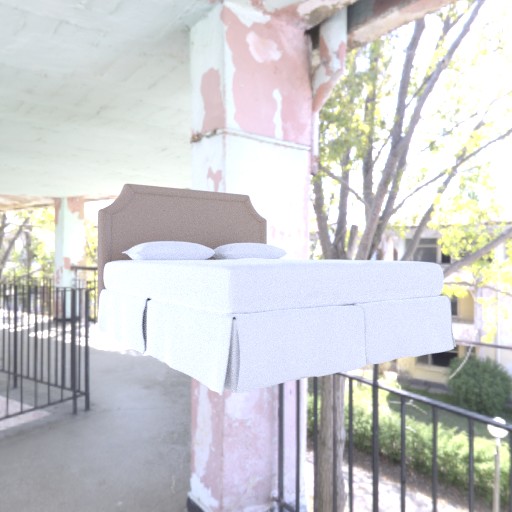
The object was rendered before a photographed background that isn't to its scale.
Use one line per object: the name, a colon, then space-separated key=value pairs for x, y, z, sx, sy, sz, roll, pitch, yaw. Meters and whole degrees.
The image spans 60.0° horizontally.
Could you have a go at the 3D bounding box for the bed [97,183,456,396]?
bed: x=0.000 y=0.000 z=4.233 sx=2.350 sy=1.590 sz=2.773 roll=0 pitch=0 yaw=-35
